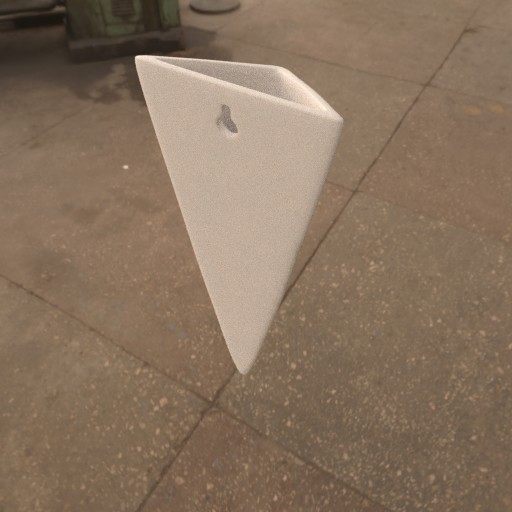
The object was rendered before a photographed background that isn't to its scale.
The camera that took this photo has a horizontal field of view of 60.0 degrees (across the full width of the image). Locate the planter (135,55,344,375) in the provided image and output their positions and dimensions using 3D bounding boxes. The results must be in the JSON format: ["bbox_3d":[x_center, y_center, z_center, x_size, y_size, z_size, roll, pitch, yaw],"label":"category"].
[{"bbox_3d":[0.000,0.000,0.390,0.143,0.338,0.065,25,52,22],"label":"planter"}]
